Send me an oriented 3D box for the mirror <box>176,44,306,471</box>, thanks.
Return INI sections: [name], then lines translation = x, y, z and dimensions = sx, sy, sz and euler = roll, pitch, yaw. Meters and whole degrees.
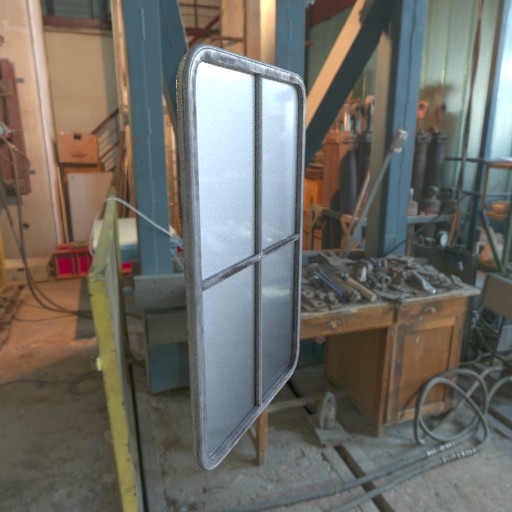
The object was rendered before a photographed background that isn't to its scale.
[mirror]
translation = 0.000, 0.000, 0.876
dimensions = 0.024, 0.713, 0.461
euler = 7, 17, 26
